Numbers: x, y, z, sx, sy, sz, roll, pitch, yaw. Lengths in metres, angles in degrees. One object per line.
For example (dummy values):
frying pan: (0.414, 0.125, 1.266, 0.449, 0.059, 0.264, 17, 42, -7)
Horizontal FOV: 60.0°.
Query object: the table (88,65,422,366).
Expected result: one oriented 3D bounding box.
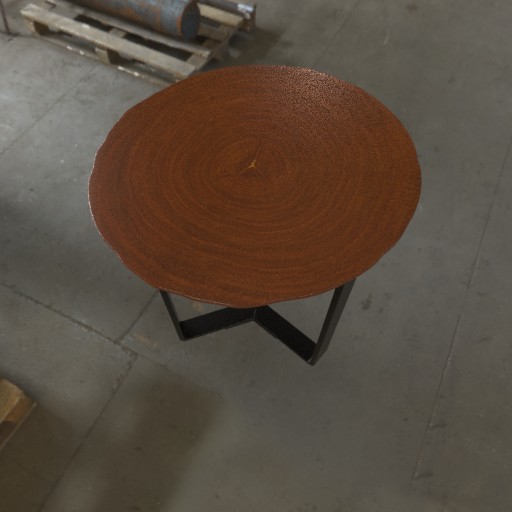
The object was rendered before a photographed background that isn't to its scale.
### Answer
table: (0.000, 0.000, 0.743, 0.410, 0.450, 0.380, -16, 60, -10)
